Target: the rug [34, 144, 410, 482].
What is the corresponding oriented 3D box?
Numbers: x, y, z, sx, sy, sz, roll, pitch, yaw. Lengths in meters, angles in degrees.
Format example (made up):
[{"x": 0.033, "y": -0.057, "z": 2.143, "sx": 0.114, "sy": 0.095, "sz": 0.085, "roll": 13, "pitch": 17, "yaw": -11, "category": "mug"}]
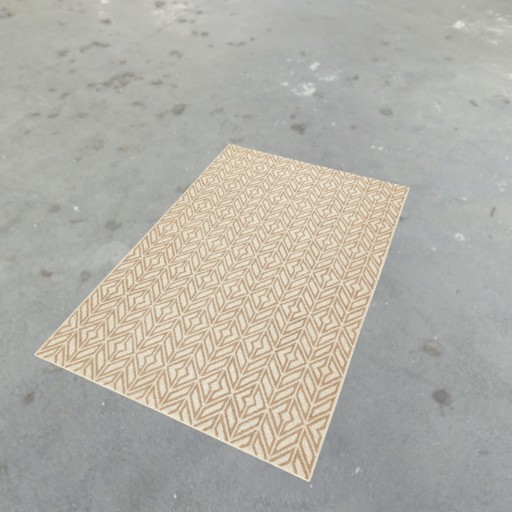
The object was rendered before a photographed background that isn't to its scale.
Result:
[{"x": 0.000, "y": 0.000, "z": 2.269, "sx": 1.220, "sy": 0.007, "sz": 1.828, "roll": 18, "pitch": 48, "yaw": 17, "category": "rug"}]
